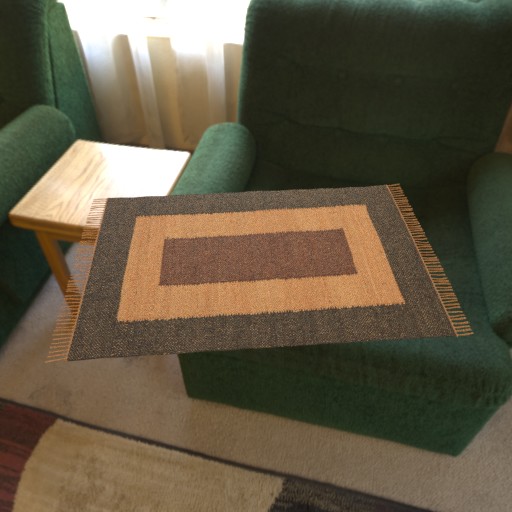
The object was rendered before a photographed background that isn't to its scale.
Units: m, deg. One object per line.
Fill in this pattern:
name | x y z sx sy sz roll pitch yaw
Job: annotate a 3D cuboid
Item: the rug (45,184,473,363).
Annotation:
rug | 0.000 0.000 1.887 1.541 0.013 0.920 -3 46 -3
